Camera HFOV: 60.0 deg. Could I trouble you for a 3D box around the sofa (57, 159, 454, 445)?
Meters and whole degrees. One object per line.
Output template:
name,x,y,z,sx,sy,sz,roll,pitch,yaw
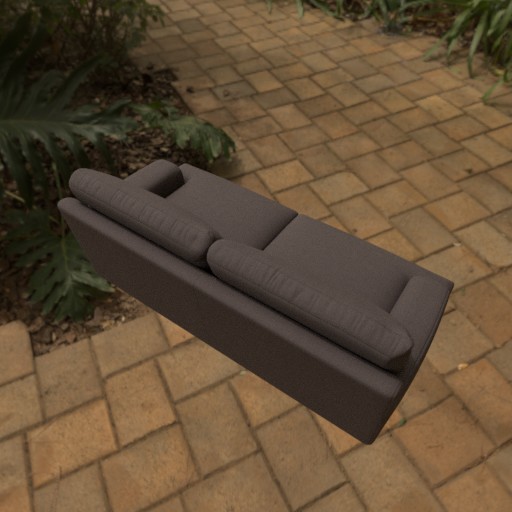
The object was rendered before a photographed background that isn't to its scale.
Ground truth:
sofa,0.000,0.000,2.801,2.271,0.950,1.140,27,53,23
